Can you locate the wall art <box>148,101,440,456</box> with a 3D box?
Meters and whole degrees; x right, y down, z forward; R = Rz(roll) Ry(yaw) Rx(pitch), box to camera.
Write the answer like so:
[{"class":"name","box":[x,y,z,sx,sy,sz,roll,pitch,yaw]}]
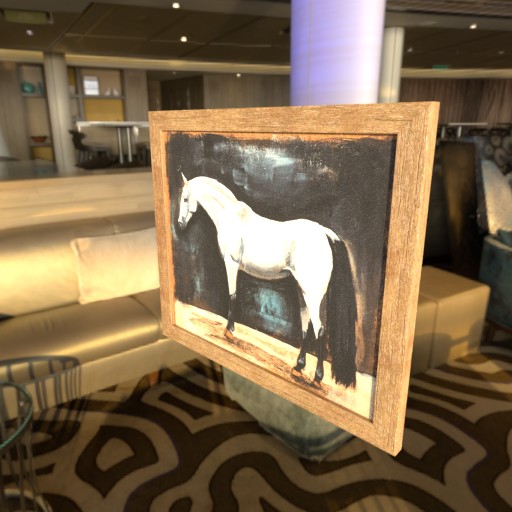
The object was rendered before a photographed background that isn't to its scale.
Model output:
[{"class":"wall art","box":[0.000,0.000,0.927,0.690,0.588,0.026,15,22,41]}]
